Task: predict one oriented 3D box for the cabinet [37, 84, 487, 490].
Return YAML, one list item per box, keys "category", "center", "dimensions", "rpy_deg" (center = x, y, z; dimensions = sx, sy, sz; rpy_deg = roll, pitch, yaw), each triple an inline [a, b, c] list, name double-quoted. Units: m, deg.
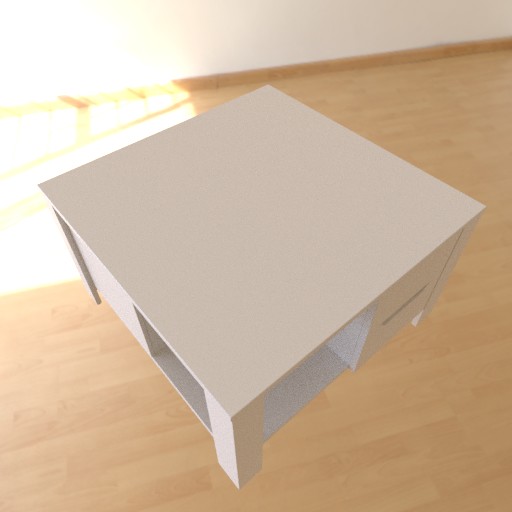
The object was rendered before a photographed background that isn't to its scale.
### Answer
- category: "cabinet"
  center: [0.000, 0.000, 1.282]
  dimensions: [0.800, 0.460, 0.800]
  rpy_deg: [-33, 56, -26]
